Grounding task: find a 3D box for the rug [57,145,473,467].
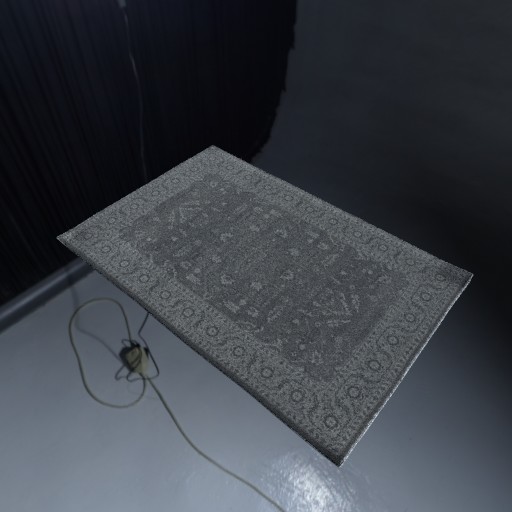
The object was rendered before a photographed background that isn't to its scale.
[{"bbox_3d":[0.000,0.000,2.308,1.828,0.019,1.209,32,54,27],"label":"rug"}]
